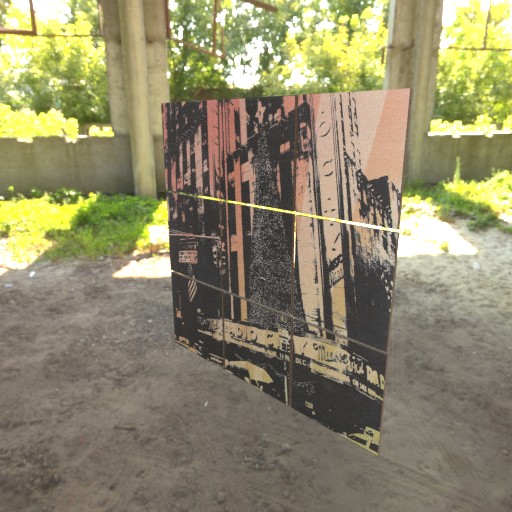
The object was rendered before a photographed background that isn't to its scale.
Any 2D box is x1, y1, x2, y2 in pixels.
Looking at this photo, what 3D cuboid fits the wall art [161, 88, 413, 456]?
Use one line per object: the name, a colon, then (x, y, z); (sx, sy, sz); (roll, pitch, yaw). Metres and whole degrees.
wall art: (0.000, 0.000, 1.360); (0.919, 0.917, 0.010); (16, 23, 43)
